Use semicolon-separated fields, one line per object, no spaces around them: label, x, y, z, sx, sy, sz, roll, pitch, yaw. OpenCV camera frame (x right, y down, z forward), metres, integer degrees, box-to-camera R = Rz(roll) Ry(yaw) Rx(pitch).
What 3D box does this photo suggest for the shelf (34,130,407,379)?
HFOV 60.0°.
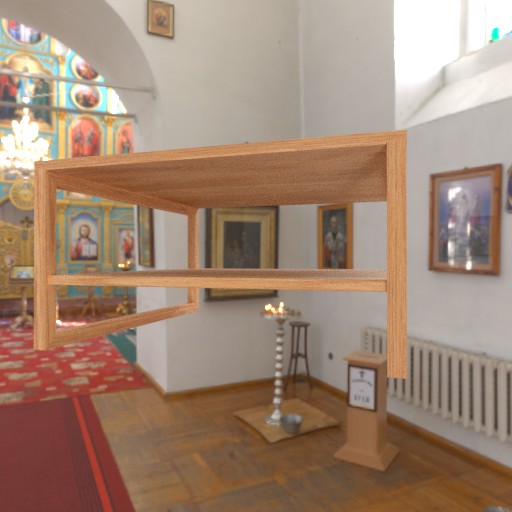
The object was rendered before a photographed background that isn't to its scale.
shelf;0.000;0.000;1.417;0.899;0.480;0.899;0;0;18
